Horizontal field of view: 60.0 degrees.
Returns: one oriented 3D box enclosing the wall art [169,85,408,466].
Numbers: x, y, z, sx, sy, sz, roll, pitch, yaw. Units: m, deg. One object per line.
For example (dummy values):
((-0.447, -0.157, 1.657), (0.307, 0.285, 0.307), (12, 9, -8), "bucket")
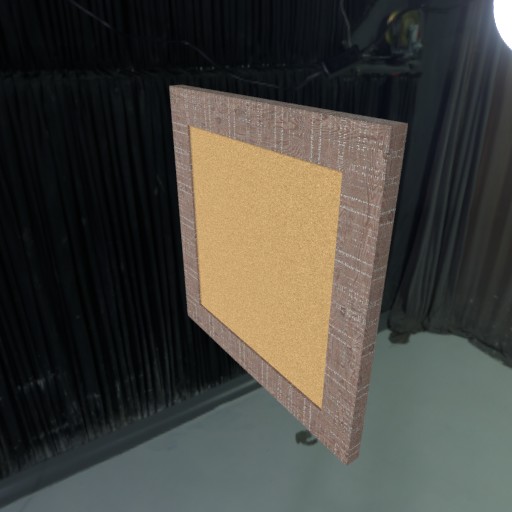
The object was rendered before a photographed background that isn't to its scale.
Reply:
((0.000, 0.000, 0.792), (0.029, 0.531, 0.531), (-18, 32, -32), "wall art")
